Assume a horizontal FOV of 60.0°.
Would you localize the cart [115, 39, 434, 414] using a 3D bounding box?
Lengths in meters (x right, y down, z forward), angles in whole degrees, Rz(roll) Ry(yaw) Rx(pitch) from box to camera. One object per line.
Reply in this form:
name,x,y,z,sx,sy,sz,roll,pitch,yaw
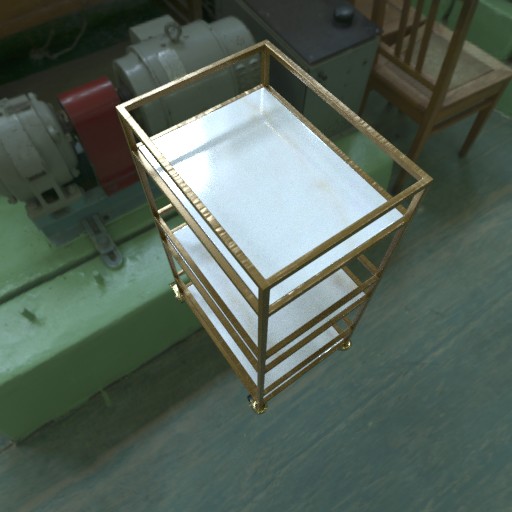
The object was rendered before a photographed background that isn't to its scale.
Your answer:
cart,0.000,0.000,1.014,0.332,0.761,0.483,-32,64,-17
